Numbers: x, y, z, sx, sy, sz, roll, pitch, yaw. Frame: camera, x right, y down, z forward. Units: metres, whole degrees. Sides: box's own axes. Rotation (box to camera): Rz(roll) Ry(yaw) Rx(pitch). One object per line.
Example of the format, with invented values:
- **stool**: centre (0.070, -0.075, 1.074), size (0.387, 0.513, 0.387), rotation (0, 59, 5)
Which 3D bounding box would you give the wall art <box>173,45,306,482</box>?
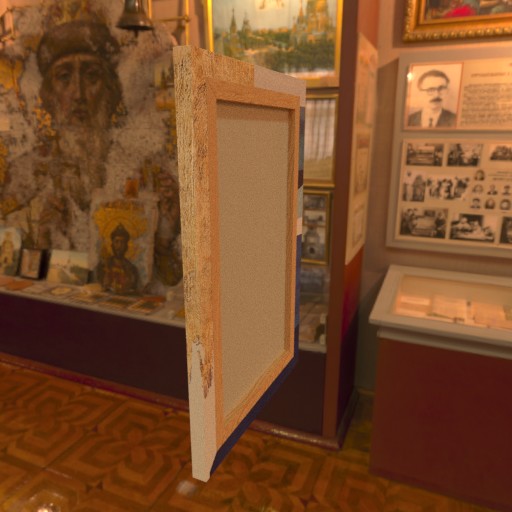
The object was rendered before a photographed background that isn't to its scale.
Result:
- **wall art**: centre (0.000, 0.000, 1.158), size (0.039, 0.911, 0.607), rotation (7, 17, 24)
